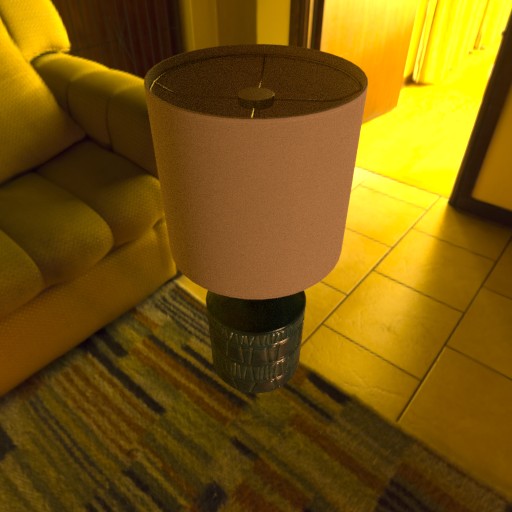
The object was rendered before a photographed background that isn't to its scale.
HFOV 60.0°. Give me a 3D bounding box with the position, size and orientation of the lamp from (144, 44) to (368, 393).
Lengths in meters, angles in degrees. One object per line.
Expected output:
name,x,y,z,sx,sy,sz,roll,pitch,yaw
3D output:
lamp,0.000,0.000,0.571,0.211,0.455,0.211,13,42,15
